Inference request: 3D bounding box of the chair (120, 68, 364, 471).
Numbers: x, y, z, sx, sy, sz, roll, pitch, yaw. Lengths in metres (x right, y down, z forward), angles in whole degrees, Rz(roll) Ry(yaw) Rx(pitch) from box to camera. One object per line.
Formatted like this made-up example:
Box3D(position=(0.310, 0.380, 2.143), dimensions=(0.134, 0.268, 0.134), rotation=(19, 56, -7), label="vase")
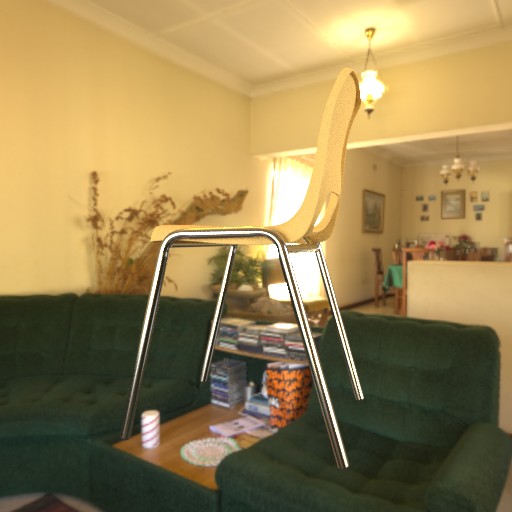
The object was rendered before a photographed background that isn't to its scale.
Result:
Box3D(position=(0.000, 0.000, 0.956), dimensions=(0.436, 0.704, 0.381), rotation=(1, 2, 18), label="chair")
